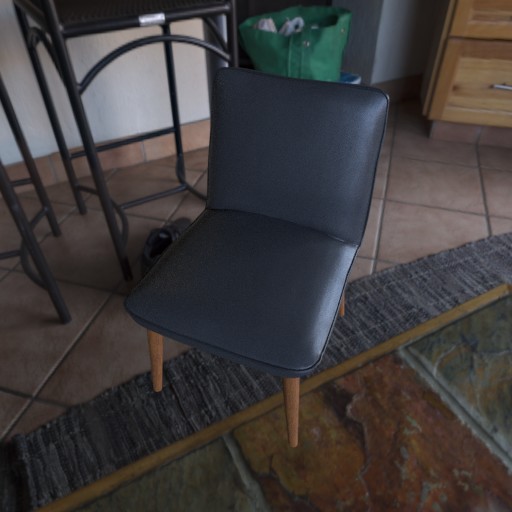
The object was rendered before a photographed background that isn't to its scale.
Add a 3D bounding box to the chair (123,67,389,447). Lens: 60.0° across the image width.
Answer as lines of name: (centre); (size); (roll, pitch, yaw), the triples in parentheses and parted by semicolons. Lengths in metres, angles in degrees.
chair: (0.000, 0.000, 1.220); (0.543, 0.801, 0.645); (12, 42, 14)
